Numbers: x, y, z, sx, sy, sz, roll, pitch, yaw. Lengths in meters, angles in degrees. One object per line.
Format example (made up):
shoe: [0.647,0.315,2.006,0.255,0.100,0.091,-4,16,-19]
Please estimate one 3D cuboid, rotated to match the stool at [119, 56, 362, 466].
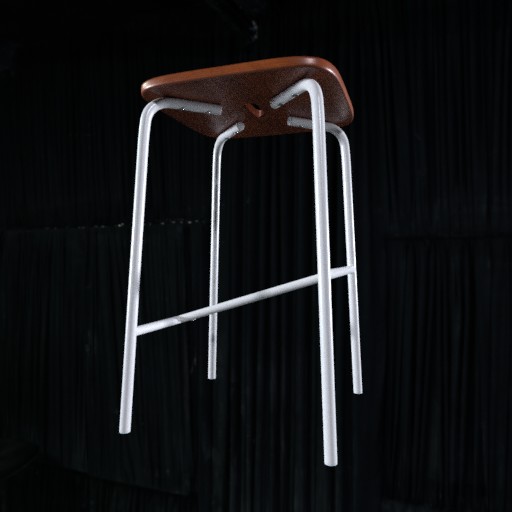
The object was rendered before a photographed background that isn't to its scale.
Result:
stool: [0.000,0.000,0.879,0.376,0.610,0.376,0,0,19]
